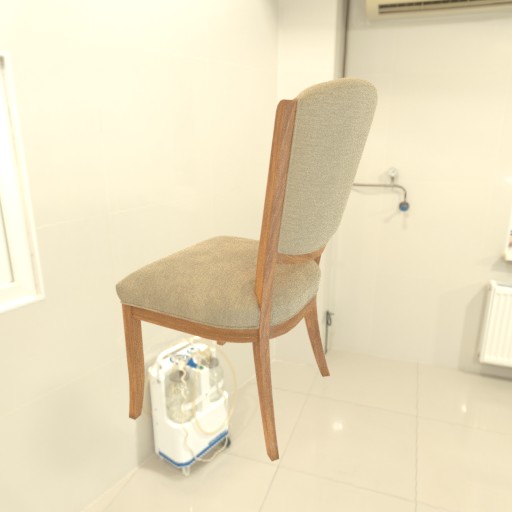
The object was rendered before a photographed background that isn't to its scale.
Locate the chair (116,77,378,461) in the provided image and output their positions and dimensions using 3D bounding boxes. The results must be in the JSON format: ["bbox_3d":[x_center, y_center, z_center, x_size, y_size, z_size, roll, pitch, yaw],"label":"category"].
[{"bbox_3d":[0.000,0.000,1.240,0.584,0.905,0.513,8,19,25],"label":"chair"}]
